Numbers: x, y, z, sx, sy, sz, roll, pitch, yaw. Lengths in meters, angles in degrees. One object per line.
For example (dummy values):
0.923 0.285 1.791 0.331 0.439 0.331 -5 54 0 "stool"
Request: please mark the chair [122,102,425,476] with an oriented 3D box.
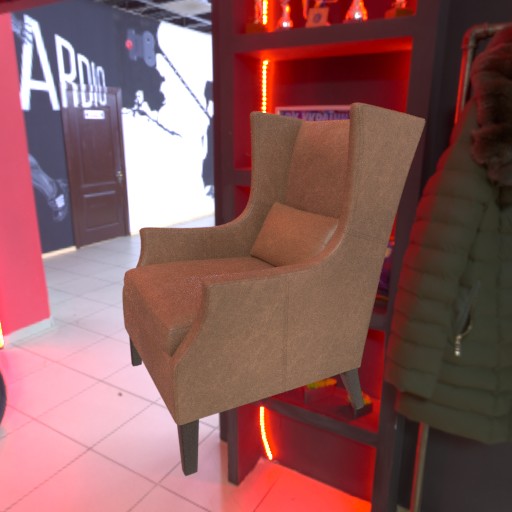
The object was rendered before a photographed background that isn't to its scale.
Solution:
0.000 0.000 1.701 0.913 1.088 0.815 -8 18 -26 "chair"
